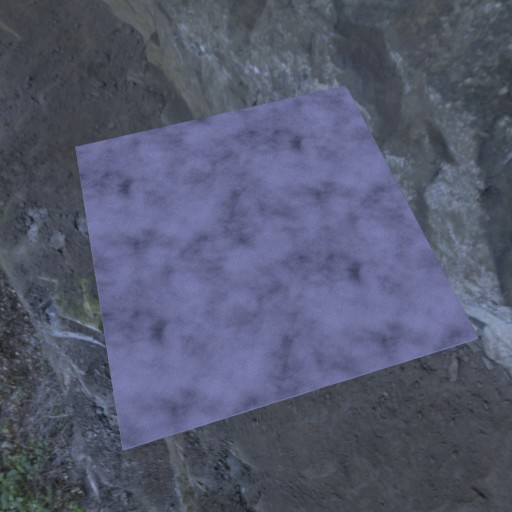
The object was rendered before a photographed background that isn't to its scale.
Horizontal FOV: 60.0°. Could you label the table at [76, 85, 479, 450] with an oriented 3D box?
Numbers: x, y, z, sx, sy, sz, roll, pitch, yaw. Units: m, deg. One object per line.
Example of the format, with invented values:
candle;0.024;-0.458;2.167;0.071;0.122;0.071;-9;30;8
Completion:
table;0.000;0.000;1.368;0.890;0.305;0.890;-15;65;-7
